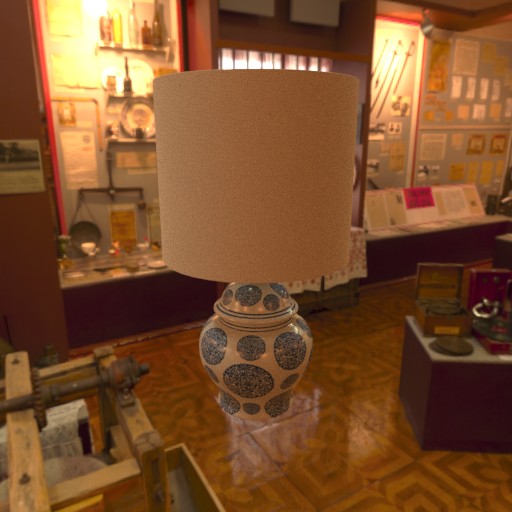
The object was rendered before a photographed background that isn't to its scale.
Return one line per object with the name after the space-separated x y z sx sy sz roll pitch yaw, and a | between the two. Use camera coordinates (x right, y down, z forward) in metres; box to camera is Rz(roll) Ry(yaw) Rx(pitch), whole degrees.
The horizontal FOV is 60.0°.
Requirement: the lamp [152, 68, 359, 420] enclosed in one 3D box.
0.000 0.000 0.521 0.215 0.381 0.215 -8 17 -27 | lamp
